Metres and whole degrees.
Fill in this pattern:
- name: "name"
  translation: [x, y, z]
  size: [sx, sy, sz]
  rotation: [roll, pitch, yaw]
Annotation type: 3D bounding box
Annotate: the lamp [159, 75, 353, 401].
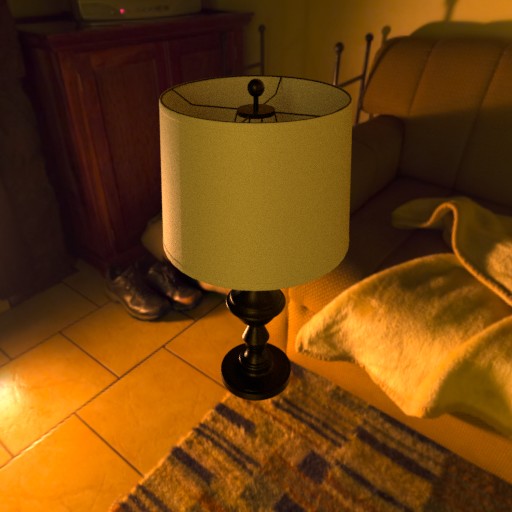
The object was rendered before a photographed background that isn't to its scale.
- name: "lamp"
  translation: [0.000, 0.000, 0.958]
  size: [0.383, 0.726, 0.383]
  rotation: [0, 33, 0]
